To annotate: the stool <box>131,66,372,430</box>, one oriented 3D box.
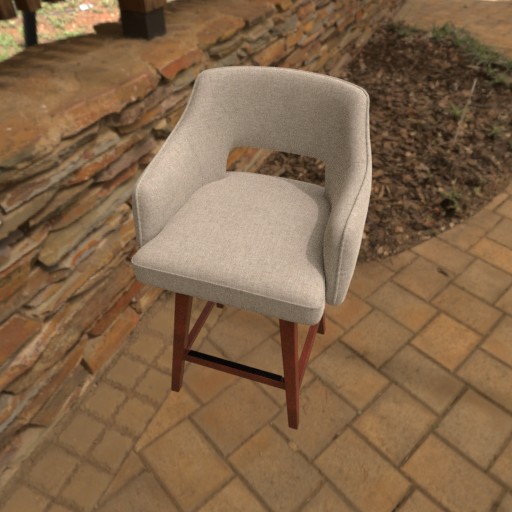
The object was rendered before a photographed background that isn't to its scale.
[{"bbox_3d":[0.000,0.000,1.348,0.599,0.944,0.558,13,43,14],"label":"stool"}]
